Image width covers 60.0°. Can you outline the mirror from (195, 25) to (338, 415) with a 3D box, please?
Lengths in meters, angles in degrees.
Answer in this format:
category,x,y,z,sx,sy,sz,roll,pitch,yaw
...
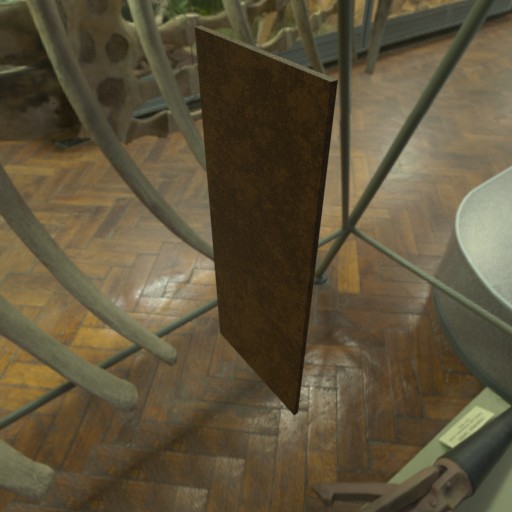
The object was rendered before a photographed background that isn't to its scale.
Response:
category,x,y,z,sx,sy,sz,roll,pitch,yaw
mirror,0.000,0.000,2.309,0.032,2.031,0.812,-27,48,-27
